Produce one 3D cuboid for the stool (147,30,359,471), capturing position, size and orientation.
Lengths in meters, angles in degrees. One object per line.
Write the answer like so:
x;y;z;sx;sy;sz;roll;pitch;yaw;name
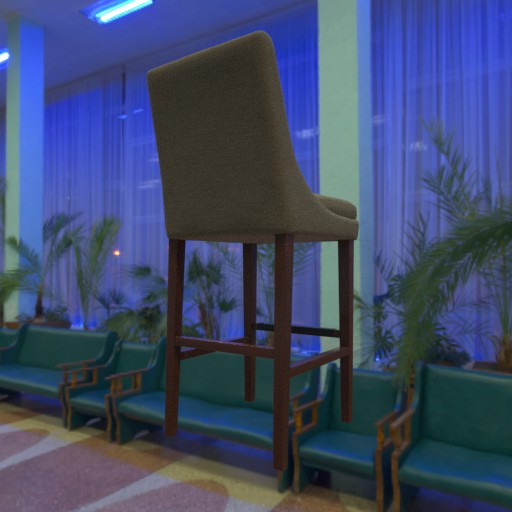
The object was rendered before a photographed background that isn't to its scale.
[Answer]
0.000;0.000;1.375;0.470;1.078;0.577;-1;-2;35;stool
